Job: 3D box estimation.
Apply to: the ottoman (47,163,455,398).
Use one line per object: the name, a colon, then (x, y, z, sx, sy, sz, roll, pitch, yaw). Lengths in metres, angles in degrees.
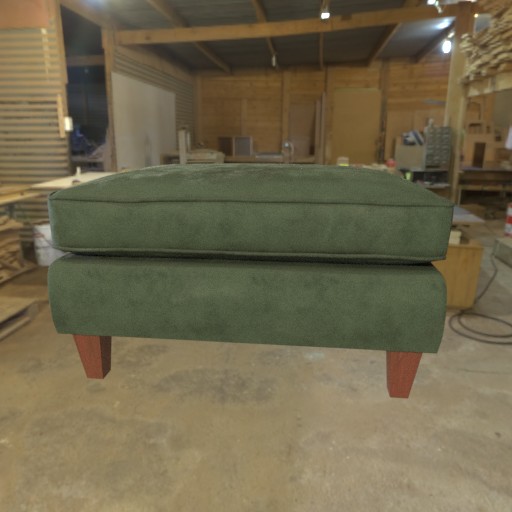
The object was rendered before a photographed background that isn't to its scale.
ottoman: (0.000, 0.000, 1.228, 0.864, 0.495, 0.632, 2, 16, 6)
